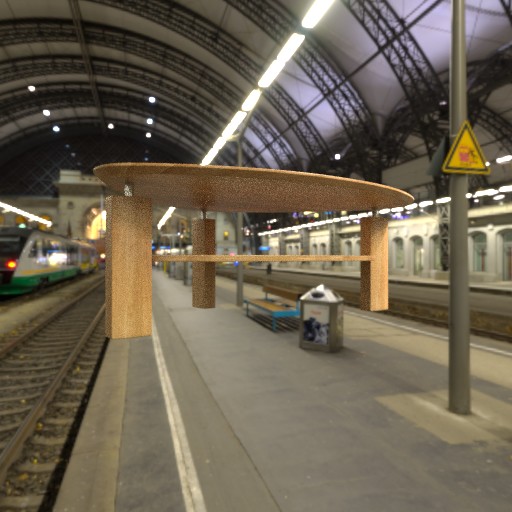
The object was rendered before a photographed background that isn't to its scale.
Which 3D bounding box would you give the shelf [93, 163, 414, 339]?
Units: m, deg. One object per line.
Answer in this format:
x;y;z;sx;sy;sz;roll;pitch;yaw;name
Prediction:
0.000;0.000;1.604;1.240;0.439;0.863;0;0;-36;shelf
